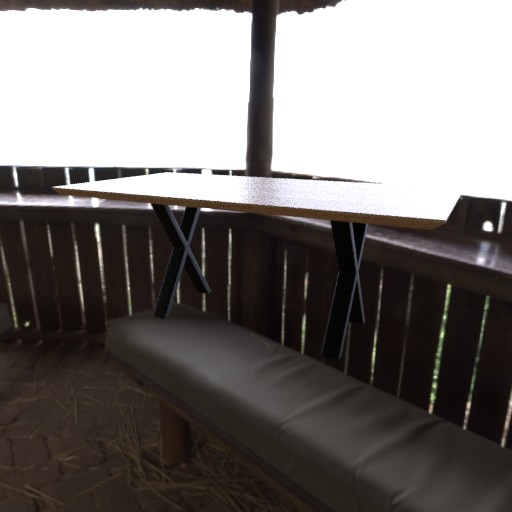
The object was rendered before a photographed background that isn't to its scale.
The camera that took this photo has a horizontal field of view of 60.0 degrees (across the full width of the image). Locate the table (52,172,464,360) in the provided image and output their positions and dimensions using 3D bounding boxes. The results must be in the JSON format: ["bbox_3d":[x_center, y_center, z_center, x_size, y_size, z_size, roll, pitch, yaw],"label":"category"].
[{"bbox_3d":[0.000,0.000,2.507,2.000,0.770,1.000,8,18,26],"label":"table"}]
